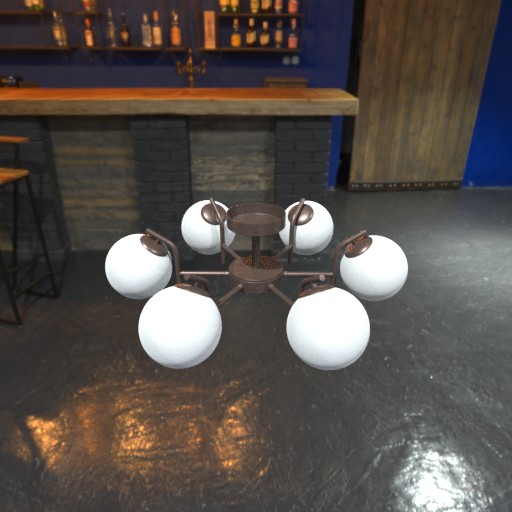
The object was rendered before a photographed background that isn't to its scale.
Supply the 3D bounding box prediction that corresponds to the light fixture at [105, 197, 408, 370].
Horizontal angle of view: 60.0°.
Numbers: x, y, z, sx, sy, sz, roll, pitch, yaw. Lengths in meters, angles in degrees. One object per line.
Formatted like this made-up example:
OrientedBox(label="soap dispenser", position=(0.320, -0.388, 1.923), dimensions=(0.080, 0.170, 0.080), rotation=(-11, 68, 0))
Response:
OrientedBox(label="light fixture", position=(0.000, 0.000, 0.970), dimensions=(0.662, 0.201, 0.662), rotation=(0, 27, 0))
